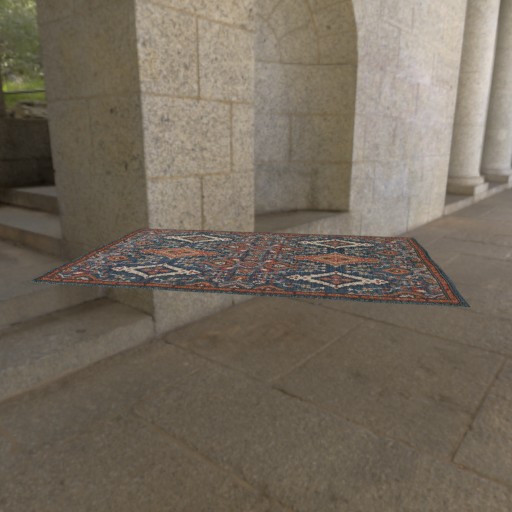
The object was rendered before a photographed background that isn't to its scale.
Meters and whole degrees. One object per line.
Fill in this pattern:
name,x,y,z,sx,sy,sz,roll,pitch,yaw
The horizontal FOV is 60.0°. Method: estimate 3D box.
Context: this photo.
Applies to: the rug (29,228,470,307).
rug,0.000,0.000,4.323,3.371,0.008,2.190,2,15,9
